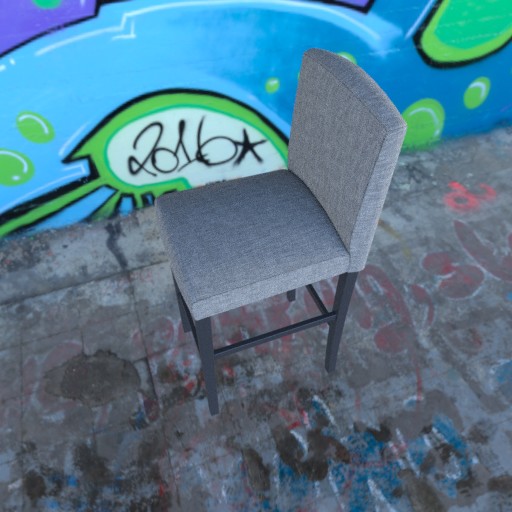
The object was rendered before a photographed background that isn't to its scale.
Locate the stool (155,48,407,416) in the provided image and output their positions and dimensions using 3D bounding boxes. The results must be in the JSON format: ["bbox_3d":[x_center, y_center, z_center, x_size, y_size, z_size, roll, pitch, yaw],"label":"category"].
[{"bbox_3d":[0.000,0.000,1.423,0.552,1.138,0.451,-16,49,-14],"label":"stool"}]
